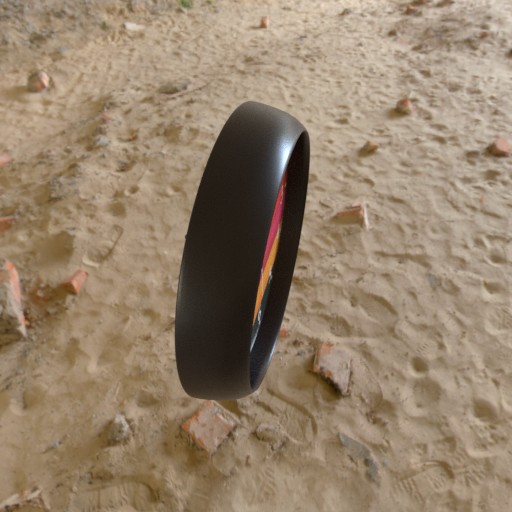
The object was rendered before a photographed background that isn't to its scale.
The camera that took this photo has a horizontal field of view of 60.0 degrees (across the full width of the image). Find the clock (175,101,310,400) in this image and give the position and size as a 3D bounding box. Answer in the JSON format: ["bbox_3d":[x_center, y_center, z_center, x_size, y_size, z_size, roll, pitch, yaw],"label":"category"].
[{"bbox_3d":[0.000,0.000,0.460,0.060,0.300,0.300,11,48,10],"label":"clock"}]
